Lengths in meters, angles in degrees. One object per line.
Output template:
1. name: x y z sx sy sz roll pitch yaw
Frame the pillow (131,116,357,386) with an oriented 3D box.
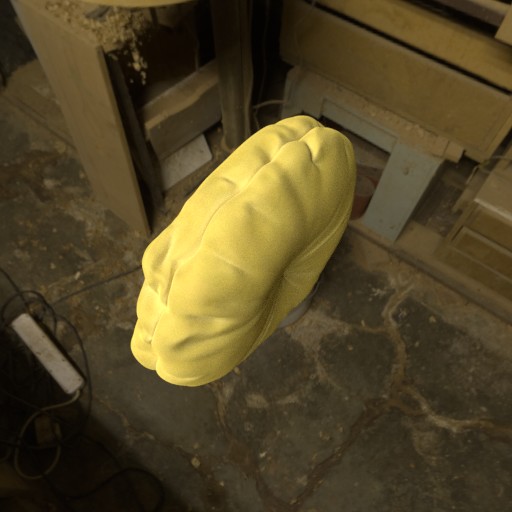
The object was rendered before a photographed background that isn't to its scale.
1. pillow: 0.000 0.000 0.644 0.148 0.407 0.428 36 67 18
